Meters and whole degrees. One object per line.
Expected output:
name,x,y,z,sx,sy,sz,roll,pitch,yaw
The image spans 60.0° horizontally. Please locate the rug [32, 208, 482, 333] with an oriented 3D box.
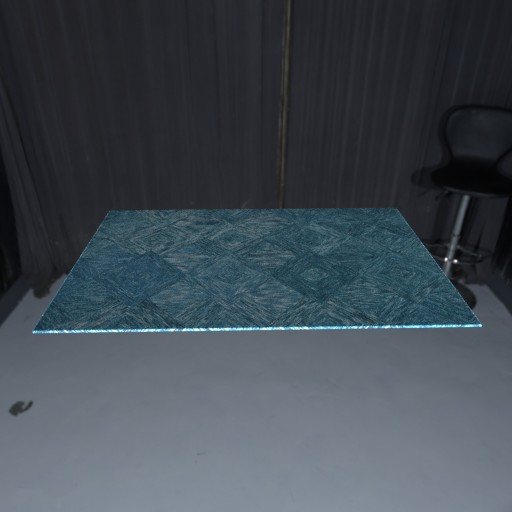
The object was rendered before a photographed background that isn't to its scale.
rug,0.000,0.000,2.886,2.277,0.015,1.490,-1,30,-1
